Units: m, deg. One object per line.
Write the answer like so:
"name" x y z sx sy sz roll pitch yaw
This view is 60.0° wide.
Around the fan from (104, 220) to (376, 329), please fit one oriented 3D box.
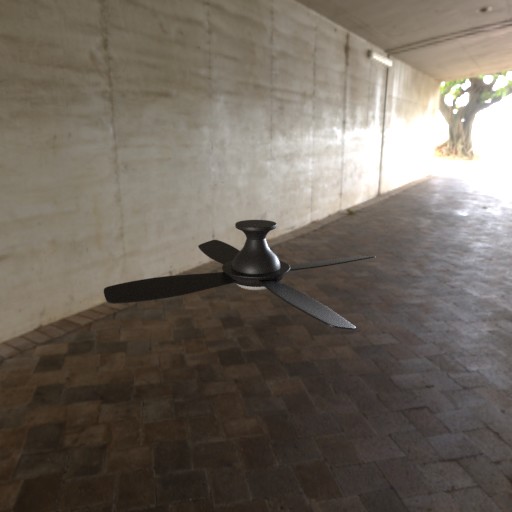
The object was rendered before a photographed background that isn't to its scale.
"fan" 0.000 0.000 2.558 1.694 0.382 1.694 -7 17 -25
